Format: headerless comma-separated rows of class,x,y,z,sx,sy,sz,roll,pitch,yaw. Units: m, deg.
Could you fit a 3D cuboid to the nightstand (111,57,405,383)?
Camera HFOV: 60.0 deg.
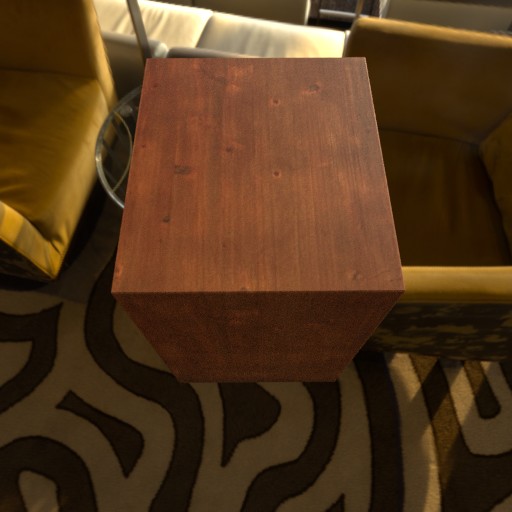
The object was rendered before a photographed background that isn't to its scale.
nightstand,0.000,0.000,1.019,0.410,0.695,0.465,0,63,0
